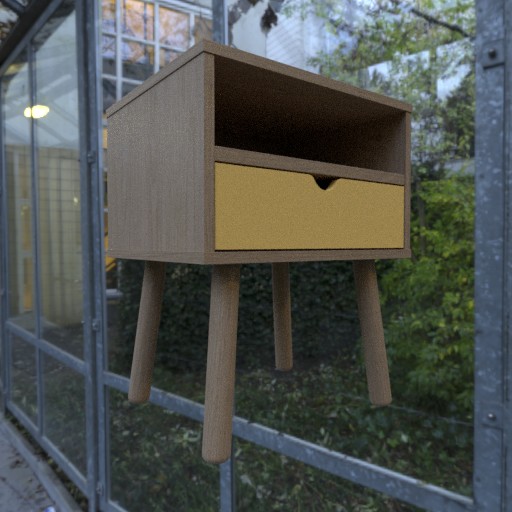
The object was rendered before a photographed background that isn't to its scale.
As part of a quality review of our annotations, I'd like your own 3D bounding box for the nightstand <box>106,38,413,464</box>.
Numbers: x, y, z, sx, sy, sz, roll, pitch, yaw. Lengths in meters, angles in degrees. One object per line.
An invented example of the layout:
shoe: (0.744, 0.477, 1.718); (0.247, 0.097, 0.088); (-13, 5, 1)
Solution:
nightstand: (0.000, 0.000, 0.858); (0.450, 0.571, 0.380); (-1, 2, -37)
